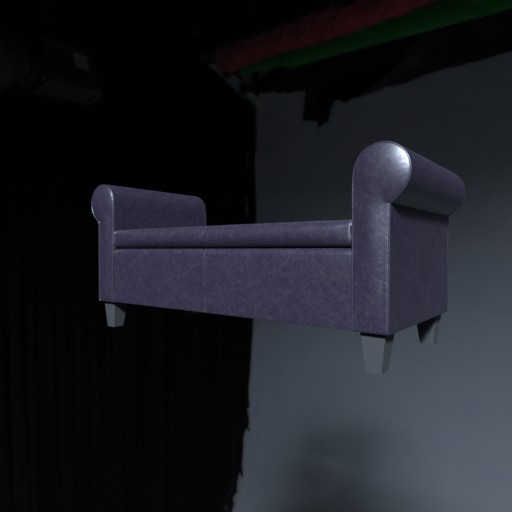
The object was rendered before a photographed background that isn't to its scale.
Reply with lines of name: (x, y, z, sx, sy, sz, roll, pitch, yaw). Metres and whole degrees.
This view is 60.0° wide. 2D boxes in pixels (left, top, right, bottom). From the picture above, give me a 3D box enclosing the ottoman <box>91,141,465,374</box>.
ottoman: (0.000, 0.000, 1.563, 1.256, 0.547, 0.521, 1, 1, 38)
